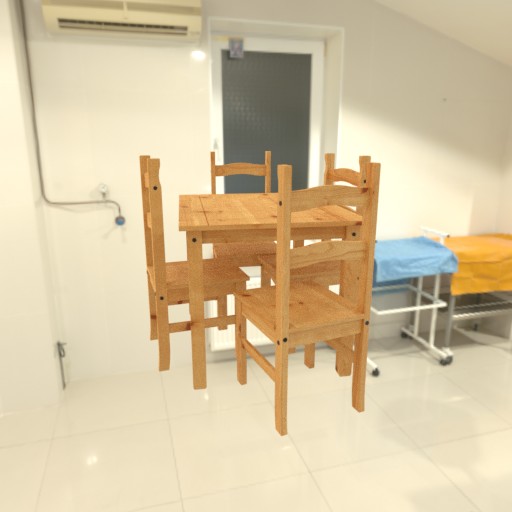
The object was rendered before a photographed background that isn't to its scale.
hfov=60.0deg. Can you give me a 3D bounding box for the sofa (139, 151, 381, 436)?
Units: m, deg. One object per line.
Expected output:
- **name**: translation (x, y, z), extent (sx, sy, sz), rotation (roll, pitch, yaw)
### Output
- **sofa**: translation (0.000, 0.000, 2.272), extent (1.144, 1.000, 1.529), rotation (-2, 15, -9)
